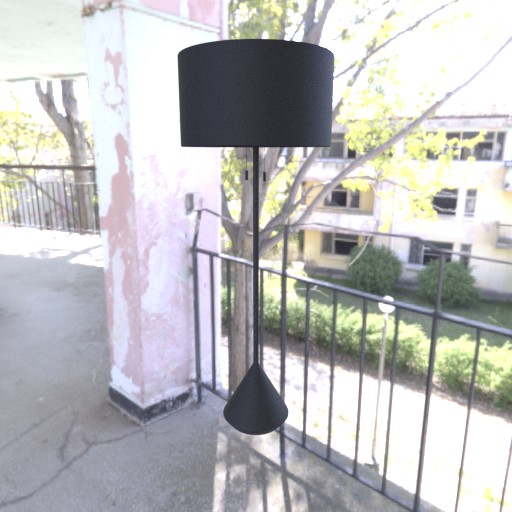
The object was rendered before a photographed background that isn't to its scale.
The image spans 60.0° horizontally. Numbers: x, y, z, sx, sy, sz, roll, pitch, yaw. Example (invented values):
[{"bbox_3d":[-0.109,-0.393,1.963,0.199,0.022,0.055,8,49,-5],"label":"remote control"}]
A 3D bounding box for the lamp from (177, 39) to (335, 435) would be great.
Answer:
[{"bbox_3d":[0.000,0.000,1.834,0.580,1.526,0.580,12,18,42],"label":"lamp"}]
